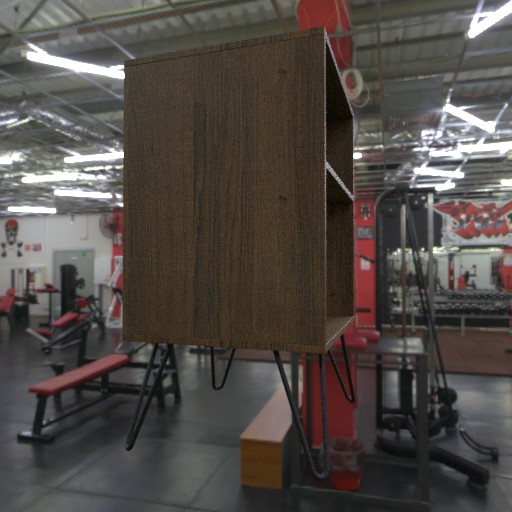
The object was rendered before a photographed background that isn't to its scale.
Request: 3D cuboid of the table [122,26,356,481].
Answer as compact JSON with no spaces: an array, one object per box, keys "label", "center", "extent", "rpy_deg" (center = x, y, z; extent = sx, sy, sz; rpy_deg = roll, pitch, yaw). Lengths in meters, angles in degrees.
[{"label":"table","center":[0.000,0.000,1.156],"extent":[0.457,0.866,0.526],"rpy_deg":[0,-1,18]}]
